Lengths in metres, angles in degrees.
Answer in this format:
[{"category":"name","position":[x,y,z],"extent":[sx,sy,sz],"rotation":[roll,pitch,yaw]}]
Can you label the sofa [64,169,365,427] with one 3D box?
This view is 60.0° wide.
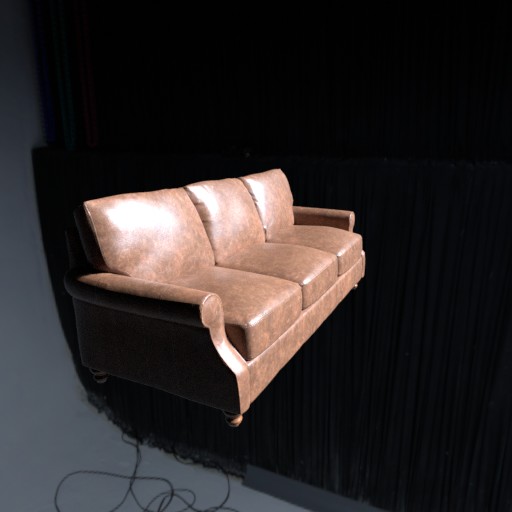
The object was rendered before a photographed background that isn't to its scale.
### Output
[{"category":"sofa","position":[0.000,0.000,2.901],"extent":[0.973,0.977,2.351],"rotation":[8,17,26]}]
